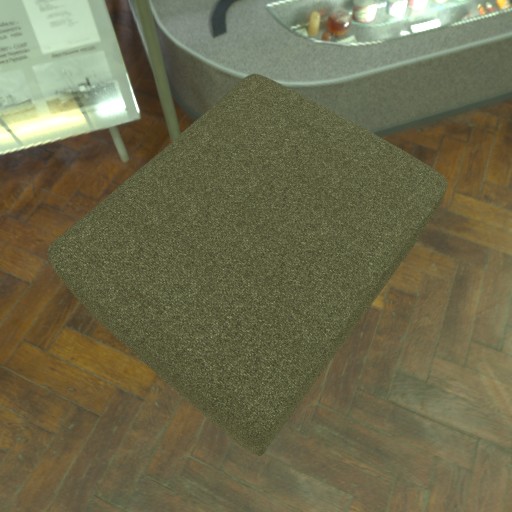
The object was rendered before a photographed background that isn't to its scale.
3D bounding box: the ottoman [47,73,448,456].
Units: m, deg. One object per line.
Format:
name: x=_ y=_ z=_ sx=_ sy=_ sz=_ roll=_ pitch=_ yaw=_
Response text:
ottoman: x=0.000 y=0.000 z=1.123 sx=0.598 sy=0.476 sz=0.742 roll=35 pitch=67 yaw=17
